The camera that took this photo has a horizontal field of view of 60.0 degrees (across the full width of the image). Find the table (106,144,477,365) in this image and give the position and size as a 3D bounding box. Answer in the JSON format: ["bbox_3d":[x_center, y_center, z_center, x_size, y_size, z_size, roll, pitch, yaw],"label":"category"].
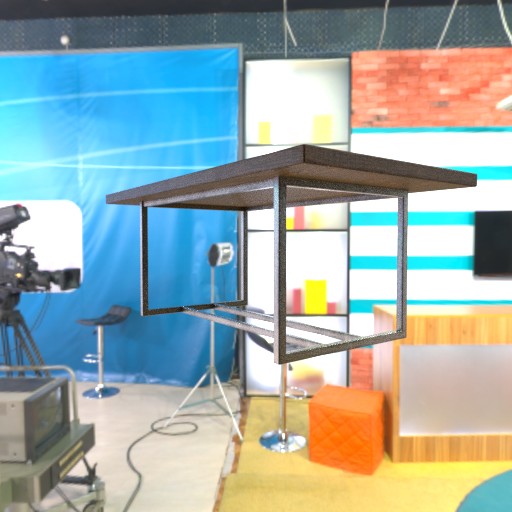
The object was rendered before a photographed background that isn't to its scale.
[{"bbox_3d":[0.000,0.000,2.540,1.078,0.795,1.989,-1,3,-36],"label":"table"}]
